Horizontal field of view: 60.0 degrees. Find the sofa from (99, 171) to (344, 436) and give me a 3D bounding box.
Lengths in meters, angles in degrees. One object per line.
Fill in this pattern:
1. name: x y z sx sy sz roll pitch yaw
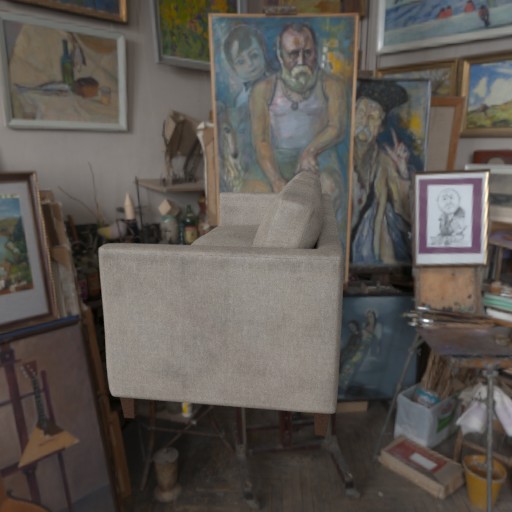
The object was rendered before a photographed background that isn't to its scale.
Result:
1. sofa: 0.000 0.000 2.719 0.951 0.965 2.208 2 14 8
